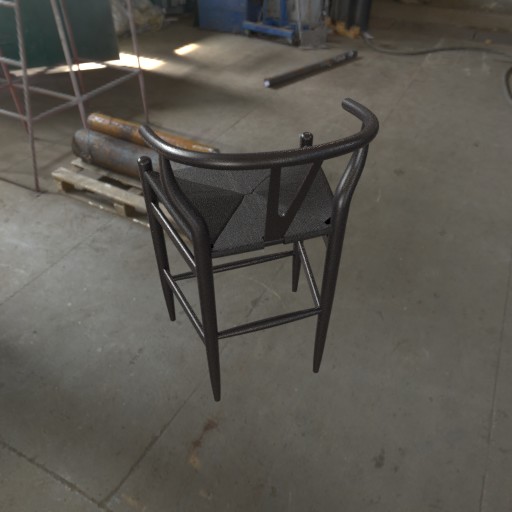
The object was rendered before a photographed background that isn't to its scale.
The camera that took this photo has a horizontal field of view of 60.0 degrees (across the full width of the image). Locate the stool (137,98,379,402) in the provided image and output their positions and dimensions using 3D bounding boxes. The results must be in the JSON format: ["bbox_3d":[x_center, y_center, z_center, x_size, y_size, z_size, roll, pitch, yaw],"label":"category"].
[{"bbox_3d":[0.000,0.000,1.338,0.569,0.970,0.579,-12,42,-14],"label":"stool"}]
